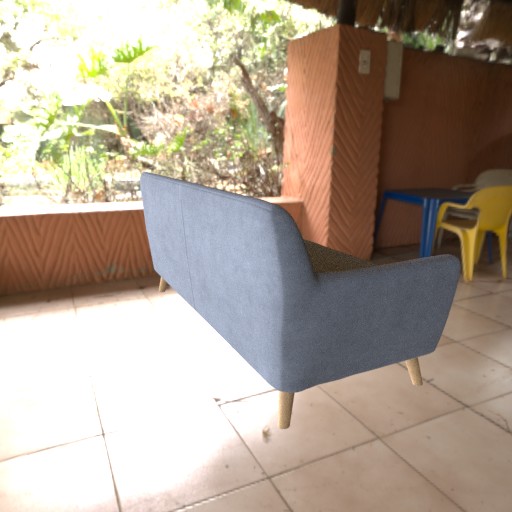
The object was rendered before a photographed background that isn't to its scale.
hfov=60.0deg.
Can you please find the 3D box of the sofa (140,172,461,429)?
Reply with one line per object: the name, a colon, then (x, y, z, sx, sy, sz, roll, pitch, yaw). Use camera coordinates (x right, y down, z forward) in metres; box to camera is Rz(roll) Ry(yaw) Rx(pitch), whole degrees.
sofa: (0.000, 0.000, 2.397, 0.830, 0.830, 1.970, -7, 16, -26)
